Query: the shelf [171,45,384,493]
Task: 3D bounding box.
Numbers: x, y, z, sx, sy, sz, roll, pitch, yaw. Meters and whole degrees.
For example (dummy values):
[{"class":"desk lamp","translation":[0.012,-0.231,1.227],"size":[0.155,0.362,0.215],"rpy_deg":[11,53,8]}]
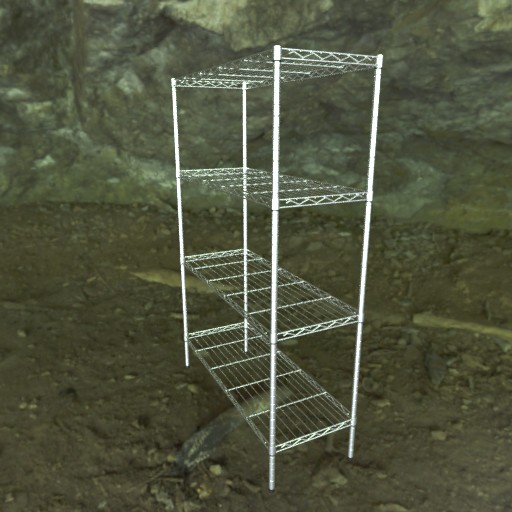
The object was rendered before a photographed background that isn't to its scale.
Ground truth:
[{"class":"shelf","translation":[0.000,0.000,1.737],"size":[0.352,1.360,0.907],"rpy_deg":[-8,18,-26]}]
